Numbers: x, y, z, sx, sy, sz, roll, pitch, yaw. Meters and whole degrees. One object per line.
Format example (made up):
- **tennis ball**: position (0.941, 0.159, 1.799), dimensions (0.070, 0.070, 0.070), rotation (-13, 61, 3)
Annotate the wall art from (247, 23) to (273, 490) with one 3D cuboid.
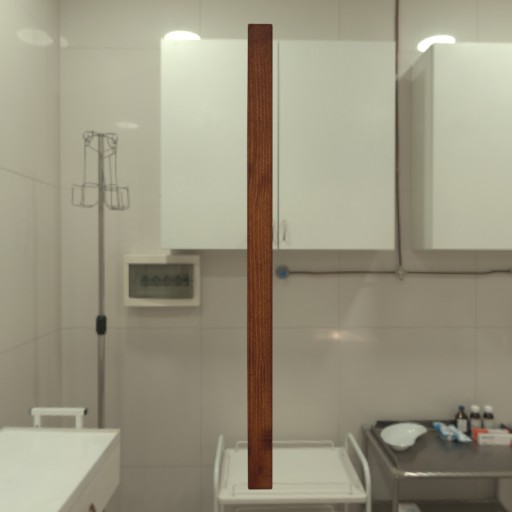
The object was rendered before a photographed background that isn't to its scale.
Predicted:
- **wall art**: position (0.000, 0.000, 0.760), dimensions (0.030, 0.558, 0.462), rotation (0, 1, -1)
